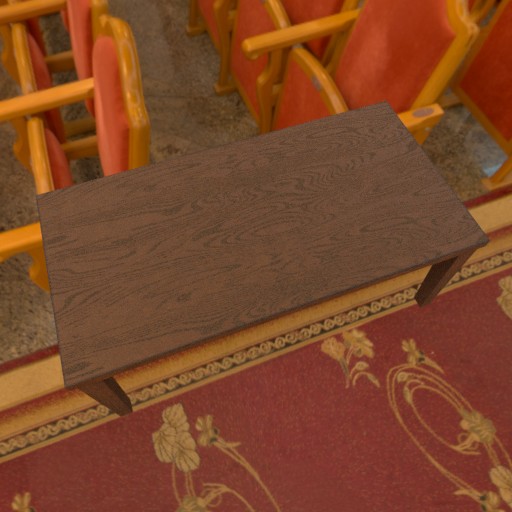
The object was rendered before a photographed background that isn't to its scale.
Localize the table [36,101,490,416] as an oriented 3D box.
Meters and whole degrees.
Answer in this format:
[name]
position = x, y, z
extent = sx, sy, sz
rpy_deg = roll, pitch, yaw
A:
[table]
position = 0.000, 0.000, 2.483
extent = 1.981, 0.762, 1.016
rpy_deg = -18, 62, -10
